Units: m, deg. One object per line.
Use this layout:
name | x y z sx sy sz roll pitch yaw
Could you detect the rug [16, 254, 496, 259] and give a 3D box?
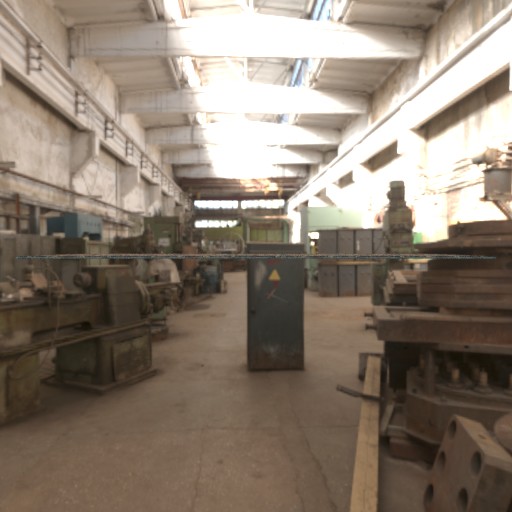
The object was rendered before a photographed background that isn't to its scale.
rug | 0.000 0.000 2.453 2.292 0.014 0.685 0 1 0
